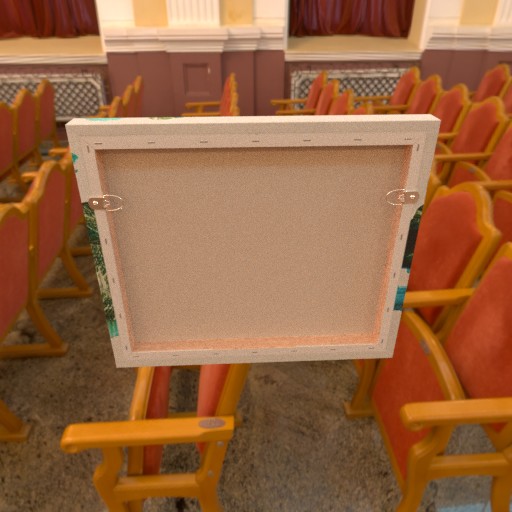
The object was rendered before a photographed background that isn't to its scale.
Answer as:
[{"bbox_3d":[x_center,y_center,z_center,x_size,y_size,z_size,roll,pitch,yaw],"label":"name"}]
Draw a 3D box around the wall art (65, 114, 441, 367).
[{"bbox_3d":[0.000,0.000,0.720,0.507,0.435,0.041,-1,30,-3],"label":"wall art"}]
